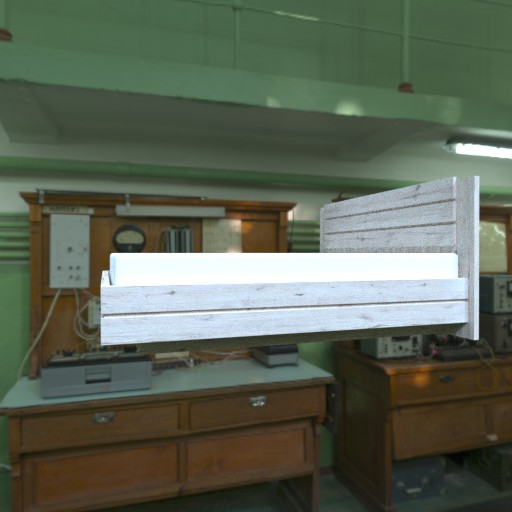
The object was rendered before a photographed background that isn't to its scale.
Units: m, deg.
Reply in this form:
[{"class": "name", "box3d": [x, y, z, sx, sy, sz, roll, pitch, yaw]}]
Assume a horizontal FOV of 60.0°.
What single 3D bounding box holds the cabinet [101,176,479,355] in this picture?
[{"class": "cabinet", "box3d": [0.000, 0.000, 3.169, 2.080, 0.970, 1.950, 0, 0, -19]}]
